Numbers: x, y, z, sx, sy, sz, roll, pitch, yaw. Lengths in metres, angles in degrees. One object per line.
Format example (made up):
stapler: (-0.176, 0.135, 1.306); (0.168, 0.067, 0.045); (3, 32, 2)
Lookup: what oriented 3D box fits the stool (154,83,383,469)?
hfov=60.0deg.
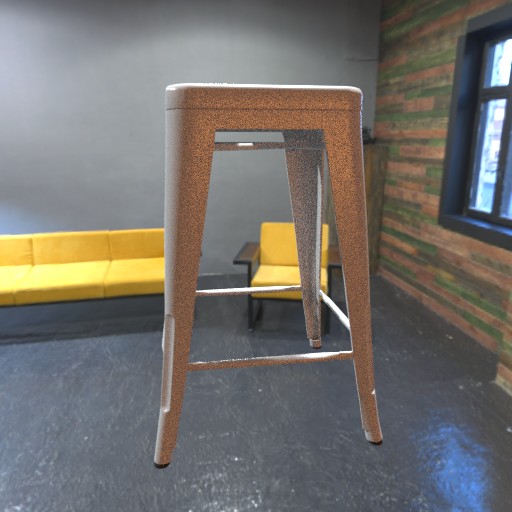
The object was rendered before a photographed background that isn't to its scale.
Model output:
stool: (0.000, 0.000, 0.880); (0.406, 0.610, 0.406); (-2, 15, -8)
